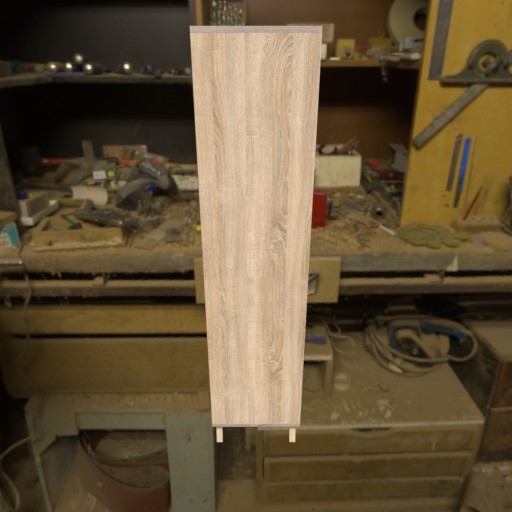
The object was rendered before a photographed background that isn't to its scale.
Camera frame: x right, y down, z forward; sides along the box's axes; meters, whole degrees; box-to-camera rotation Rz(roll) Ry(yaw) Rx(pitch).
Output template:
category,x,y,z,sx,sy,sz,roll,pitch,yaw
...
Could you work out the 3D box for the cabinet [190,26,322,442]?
category,x,y,z,sx,sy,sz,roll,pitch,yaw
cabinet,0.000,0.000,2.148,0.450,1.960,0.510,0,25,0
